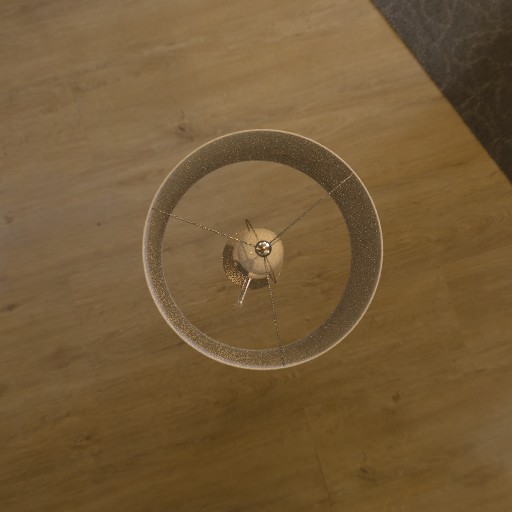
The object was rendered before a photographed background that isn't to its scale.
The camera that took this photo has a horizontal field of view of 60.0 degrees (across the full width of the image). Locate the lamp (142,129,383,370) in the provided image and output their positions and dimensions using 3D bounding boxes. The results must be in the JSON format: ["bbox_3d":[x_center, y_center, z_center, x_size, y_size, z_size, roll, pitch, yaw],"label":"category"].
[{"bbox_3d":[0.000,0.000,0.854,0.333,0.696,0.333,0,89,-1],"label":"lamp"}]
